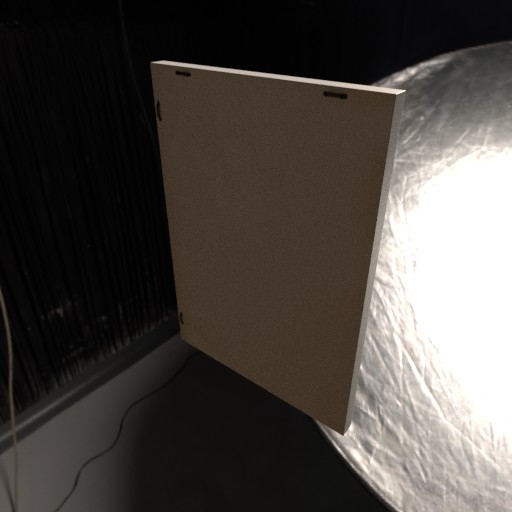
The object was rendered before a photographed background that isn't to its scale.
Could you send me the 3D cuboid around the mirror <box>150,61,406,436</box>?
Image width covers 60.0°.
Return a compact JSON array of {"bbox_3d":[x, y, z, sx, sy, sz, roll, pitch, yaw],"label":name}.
[{"bbox_3d":[0.000,0.000,0.926,0.507,0.710,0.039,22,37,32],"label":"mirror"}]
